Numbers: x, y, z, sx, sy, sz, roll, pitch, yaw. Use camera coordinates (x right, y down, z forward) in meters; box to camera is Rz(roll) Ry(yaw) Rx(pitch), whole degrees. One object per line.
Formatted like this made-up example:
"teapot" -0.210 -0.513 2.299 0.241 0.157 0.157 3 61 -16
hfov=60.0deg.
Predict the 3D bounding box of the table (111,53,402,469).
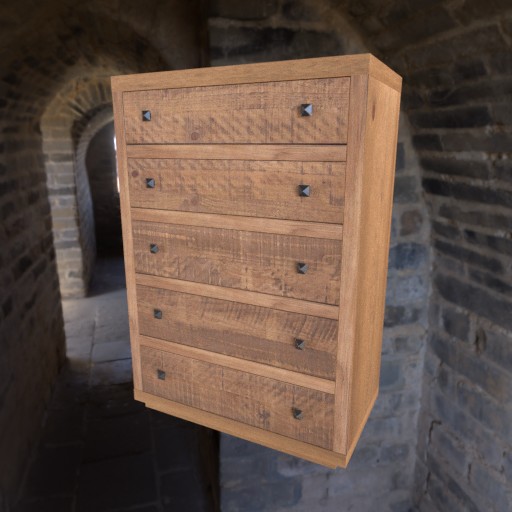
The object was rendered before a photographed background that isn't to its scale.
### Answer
"table" 0.000 0.000 1.708 0.901 1.294 0.524 7 16 26
